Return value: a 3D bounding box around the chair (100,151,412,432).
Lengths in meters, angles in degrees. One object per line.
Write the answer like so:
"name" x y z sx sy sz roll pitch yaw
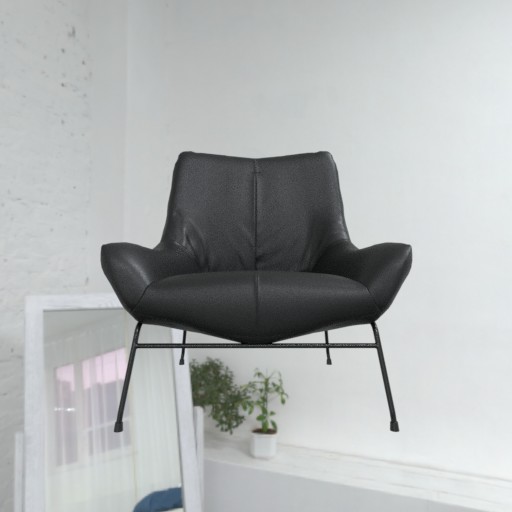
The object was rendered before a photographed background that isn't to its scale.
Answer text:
"chair" 0.000 0.000 1.558 0.836 0.922 0.826 0 -1 0
